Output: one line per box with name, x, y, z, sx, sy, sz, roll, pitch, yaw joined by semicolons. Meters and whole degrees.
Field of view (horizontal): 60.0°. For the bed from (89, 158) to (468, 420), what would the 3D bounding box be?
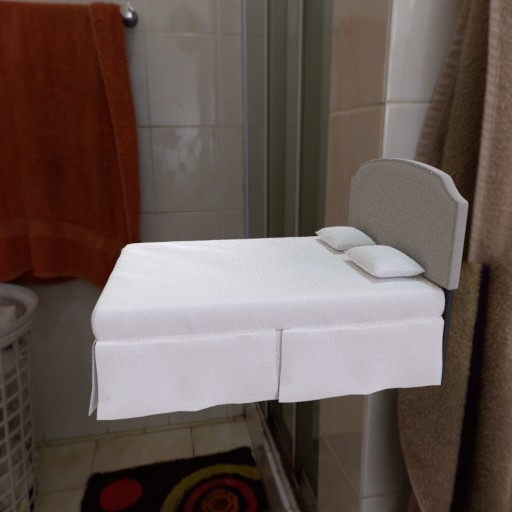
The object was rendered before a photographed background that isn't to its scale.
bed;0.000;0.000;2.982;1.999;1.270;1.558;-2;15;-9
